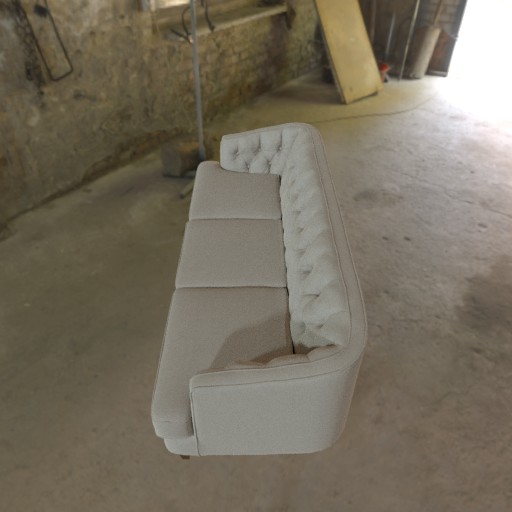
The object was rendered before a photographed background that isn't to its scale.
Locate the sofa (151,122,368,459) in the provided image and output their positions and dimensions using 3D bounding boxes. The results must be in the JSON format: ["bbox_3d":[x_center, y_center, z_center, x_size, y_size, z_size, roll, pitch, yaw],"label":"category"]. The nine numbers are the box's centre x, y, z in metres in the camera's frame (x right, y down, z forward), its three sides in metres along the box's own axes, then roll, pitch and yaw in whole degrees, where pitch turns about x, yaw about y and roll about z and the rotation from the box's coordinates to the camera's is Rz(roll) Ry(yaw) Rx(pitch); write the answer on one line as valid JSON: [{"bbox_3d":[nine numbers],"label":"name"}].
[{"bbox_3d":[0.000,0.000,2.758,0.941,0.855,2.278,0,40,0],"label":"sofa"}]
